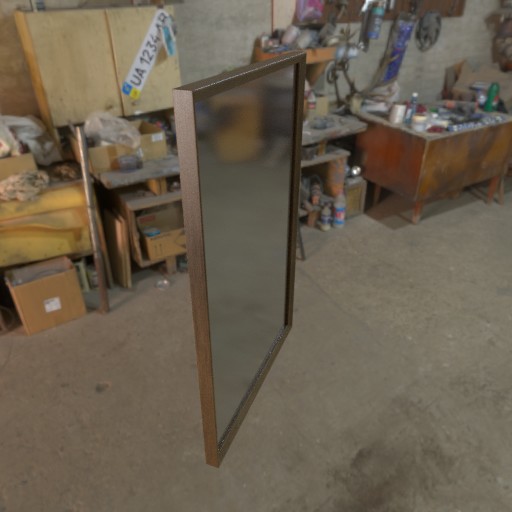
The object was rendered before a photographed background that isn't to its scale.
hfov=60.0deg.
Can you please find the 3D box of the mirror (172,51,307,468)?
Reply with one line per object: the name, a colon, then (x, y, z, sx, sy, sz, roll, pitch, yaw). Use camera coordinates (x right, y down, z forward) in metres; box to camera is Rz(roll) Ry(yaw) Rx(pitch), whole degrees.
mirror: (0.000, 0.000, 1.149, 0.041, 0.915, 0.609, 11, 32, 19)
